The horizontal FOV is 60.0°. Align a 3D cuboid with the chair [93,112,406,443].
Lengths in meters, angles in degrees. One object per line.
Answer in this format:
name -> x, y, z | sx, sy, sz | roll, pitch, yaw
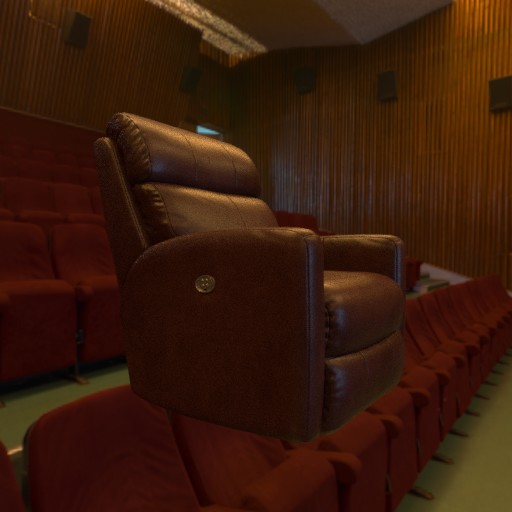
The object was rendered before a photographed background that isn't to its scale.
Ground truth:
chair -> 0.000, 0.000, 1.603 | 0.939, 1.016, 0.787 | 1, 1, 36
